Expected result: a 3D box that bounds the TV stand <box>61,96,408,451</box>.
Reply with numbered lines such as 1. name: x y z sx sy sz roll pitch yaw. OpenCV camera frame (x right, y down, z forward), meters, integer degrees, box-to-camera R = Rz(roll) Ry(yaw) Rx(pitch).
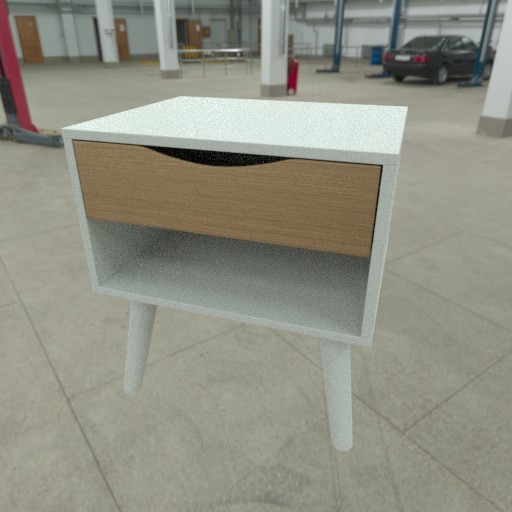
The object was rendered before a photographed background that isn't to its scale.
1. TV stand: 0.000 0.000 0.917 0.508 0.559 0.405 9 28 16
